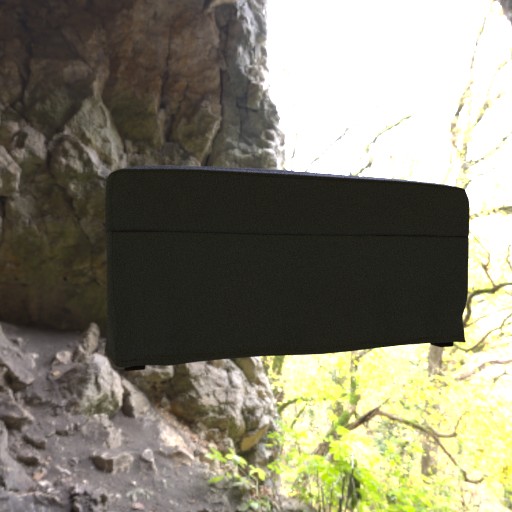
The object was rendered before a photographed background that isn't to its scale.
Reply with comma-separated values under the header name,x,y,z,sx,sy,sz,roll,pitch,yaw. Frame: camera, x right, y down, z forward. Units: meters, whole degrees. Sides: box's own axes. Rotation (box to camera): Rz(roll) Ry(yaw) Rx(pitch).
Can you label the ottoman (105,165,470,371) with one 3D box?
name,x,y,z,sx,sy,sz,roll,pitch,yaw
ottoman,0.000,0.000,1.320,0.843,0.441,0.842,0,0,-18
